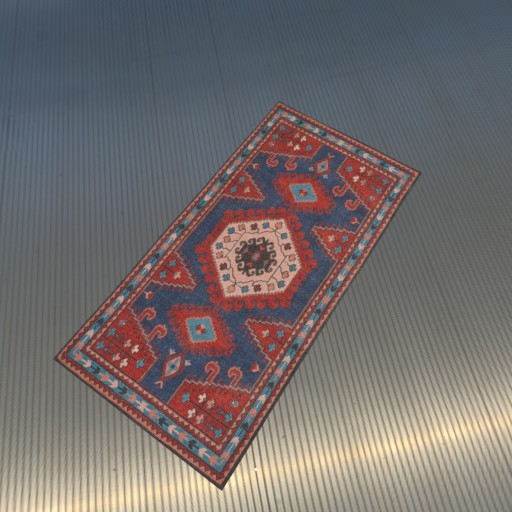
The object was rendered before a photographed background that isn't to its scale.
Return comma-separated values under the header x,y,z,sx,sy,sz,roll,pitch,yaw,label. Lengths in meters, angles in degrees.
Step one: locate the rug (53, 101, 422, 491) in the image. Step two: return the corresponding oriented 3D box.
x,y,z,sx,sy,sz,roll,pitch,yaw,label
0.000,0.000,3.585,1.522,0.034,3.032,31,68,14,rug
